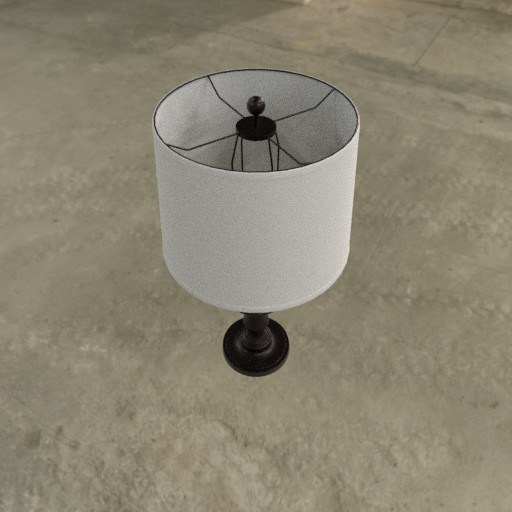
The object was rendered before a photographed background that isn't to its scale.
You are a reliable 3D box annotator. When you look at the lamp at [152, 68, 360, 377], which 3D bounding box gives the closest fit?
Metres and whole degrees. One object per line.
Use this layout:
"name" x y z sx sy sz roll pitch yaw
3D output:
"lamp" 0.000 0.000 0.960 0.383 0.726 0.383 0 46 0
